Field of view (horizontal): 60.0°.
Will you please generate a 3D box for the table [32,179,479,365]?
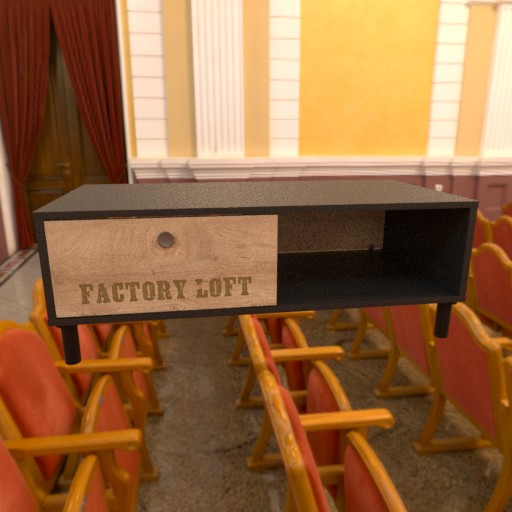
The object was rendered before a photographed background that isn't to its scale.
[{"bbox_3d":[0.000,0.000,1.383,1.100,0.400,0.550,-2,16,-8],"label":"table"}]
